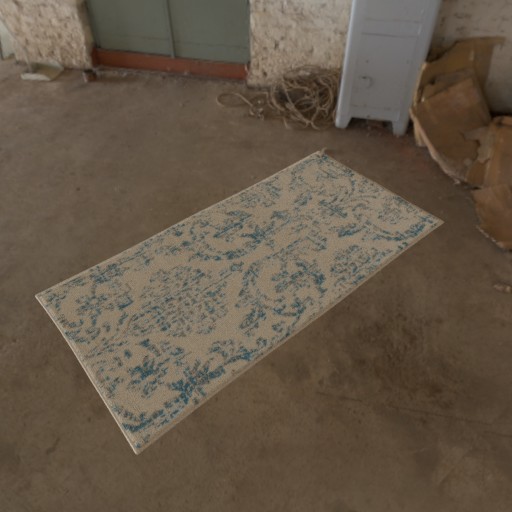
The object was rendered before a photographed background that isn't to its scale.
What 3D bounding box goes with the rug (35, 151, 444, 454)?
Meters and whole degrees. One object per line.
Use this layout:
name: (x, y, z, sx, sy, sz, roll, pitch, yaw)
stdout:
rug: (0.000, 0.000, 1.431, 1.220, 0.007, 0.605, -31, 53, -27)
